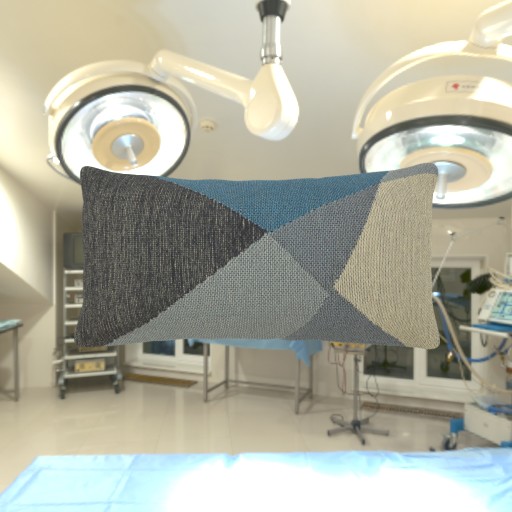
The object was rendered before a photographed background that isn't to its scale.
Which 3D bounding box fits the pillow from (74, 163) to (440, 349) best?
[{"bbox_3d":[0.000,0.000,0.734,0.604,0.307,0.148,0,0,1],"label":"pillow"}]
